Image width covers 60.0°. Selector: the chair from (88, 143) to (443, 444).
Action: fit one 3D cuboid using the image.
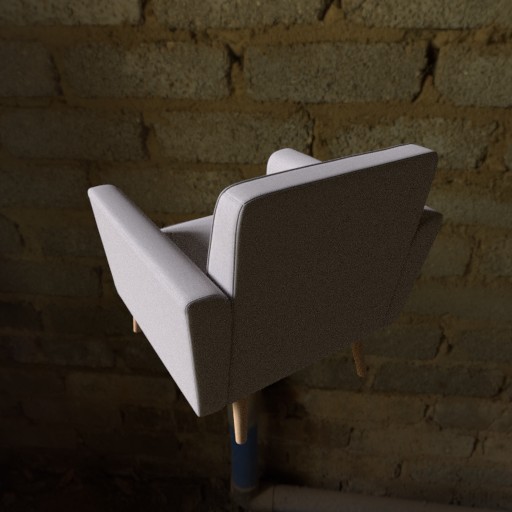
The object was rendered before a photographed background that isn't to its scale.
[{"bbox_3d":[0.000,0.000,1.374,0.780,0.780,0.750,-18,35,-28],"label":"chair"}]
